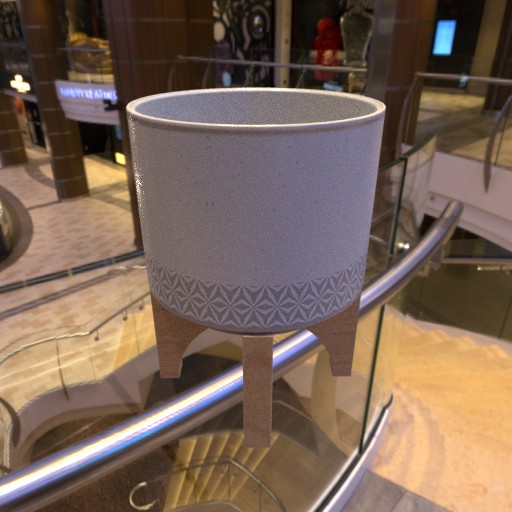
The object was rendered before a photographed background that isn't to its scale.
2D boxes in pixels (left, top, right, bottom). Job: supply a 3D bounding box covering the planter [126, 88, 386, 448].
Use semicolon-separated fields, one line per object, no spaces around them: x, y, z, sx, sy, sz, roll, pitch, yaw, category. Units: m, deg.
0.000;0.000;0.268;0.130;0.178;0.130;0;27;0;planter
